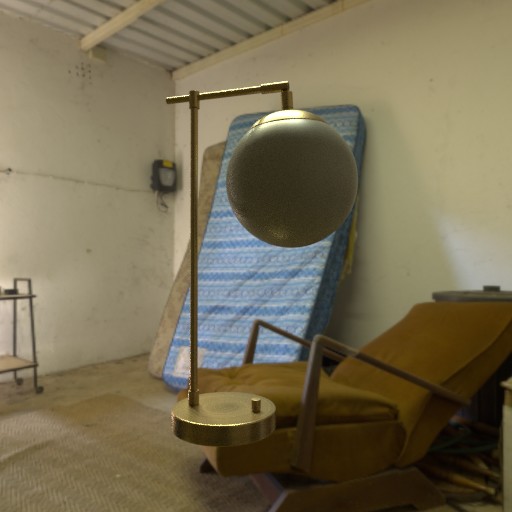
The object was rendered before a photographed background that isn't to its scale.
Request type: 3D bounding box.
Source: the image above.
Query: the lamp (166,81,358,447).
[{"bbox_3d":[0.000,0.000,0.718,0.324,0.559,0.207,0,-1,18],"label":"lamp"}]
